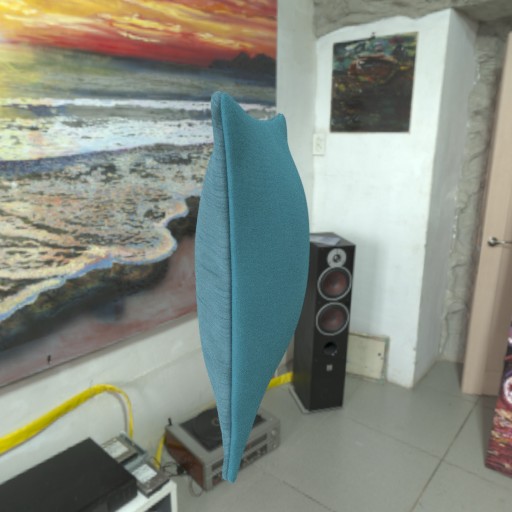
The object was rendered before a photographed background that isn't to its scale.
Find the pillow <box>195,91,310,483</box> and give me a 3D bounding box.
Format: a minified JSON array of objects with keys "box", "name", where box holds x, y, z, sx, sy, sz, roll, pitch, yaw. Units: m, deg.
[{"box":[0.000,0.000,0.644,0.151,0.415,0.433,3,16,10],"name":"pillow"}]
